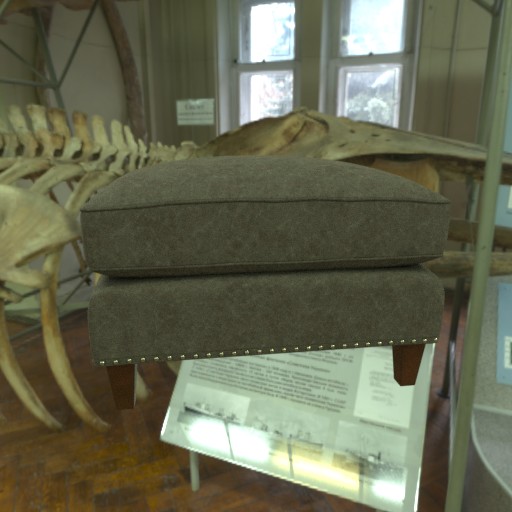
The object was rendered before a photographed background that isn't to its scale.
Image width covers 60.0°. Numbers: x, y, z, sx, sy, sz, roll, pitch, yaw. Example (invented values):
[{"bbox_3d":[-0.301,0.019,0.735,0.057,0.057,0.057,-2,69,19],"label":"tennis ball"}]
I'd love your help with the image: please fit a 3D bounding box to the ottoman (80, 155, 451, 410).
[{"bbox_3d":[0.000,0.000,1.160,0.741,0.513,0.584,-2,15,-8],"label":"ottoman"}]
